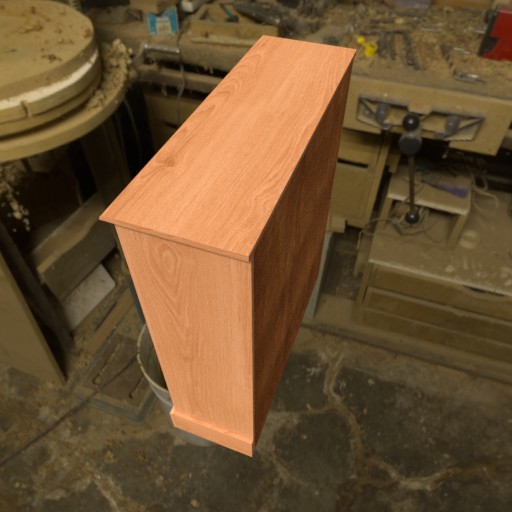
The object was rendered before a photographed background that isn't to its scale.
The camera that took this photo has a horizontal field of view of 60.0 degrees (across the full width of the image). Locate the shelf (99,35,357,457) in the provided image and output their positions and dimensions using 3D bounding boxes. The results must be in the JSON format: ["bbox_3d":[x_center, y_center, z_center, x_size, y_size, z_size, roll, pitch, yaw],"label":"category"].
[{"bbox_3d":[0.000,0.000,1.383,0.291,0.980,0.840,16,50,14],"label":"shelf"}]
